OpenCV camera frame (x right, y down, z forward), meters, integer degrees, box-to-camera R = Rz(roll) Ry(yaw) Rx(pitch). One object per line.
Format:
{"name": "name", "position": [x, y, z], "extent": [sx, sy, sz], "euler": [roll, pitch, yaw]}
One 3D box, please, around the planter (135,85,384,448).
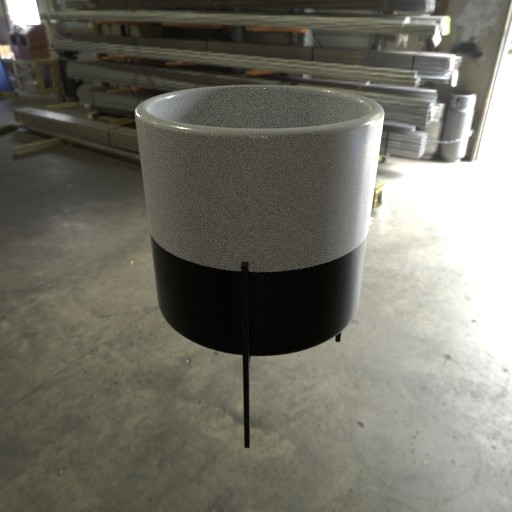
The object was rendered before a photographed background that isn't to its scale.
{"name": "planter", "position": [0.000, 0.000, 0.649], "extent": [0.310, 0.432, 0.310], "euler": [11, 31, 18]}
